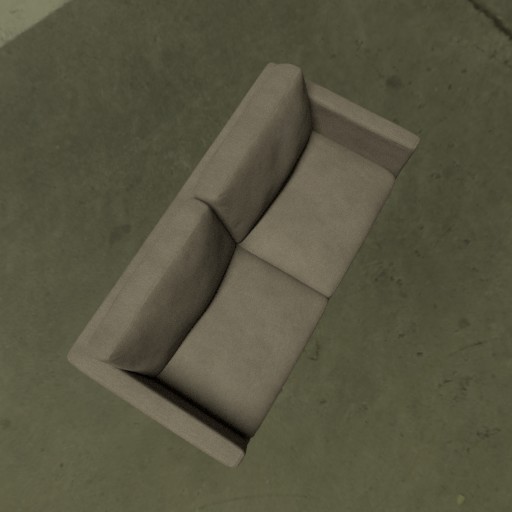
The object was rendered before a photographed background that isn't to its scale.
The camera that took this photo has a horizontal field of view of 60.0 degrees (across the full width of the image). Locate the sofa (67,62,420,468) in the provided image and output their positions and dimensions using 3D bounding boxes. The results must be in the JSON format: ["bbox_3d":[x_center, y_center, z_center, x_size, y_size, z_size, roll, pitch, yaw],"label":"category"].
[{"bbox_3d":[0.000,0.000,2.421,0.950,0.963,1.884,30,77,8],"label":"sofa"}]
